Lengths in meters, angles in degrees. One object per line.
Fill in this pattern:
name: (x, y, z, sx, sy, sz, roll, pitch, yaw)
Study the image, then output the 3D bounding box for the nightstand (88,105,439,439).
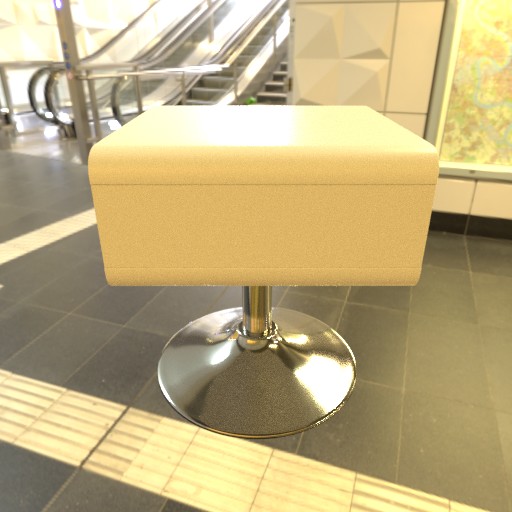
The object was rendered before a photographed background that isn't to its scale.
nightstand: (0.000, 0.000, 0.755, 0.404, 0.447, 0.399, 0, 26, 0)
